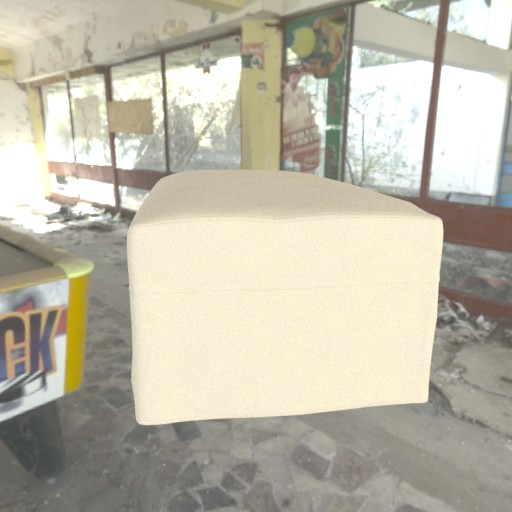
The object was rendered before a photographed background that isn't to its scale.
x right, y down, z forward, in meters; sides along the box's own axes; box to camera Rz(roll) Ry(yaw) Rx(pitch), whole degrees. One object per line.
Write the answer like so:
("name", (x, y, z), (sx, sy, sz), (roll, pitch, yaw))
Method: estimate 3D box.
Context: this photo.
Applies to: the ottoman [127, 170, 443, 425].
("ottoman", (0.000, 0.000, 1.202), (0.590, 0.444, 0.872), (-2, 15, -8))
